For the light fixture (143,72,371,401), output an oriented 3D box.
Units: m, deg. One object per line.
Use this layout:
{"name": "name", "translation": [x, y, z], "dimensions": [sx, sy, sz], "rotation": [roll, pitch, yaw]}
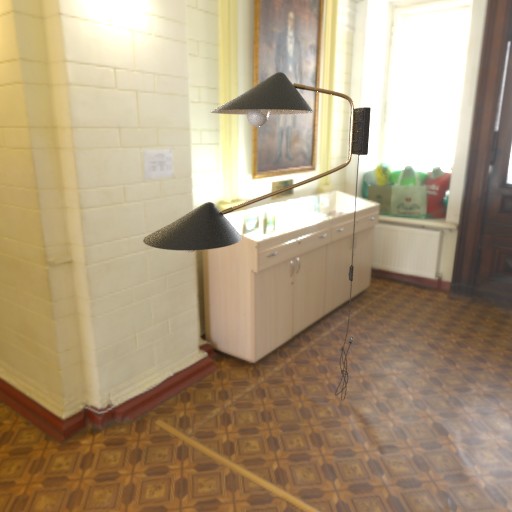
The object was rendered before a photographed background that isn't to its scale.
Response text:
{"name": "light fixture", "translation": [0.000, 0.000, 0.861], "dimensions": [0.422, 0.665, 0.189], "rotation": [-2, 15, -8]}
